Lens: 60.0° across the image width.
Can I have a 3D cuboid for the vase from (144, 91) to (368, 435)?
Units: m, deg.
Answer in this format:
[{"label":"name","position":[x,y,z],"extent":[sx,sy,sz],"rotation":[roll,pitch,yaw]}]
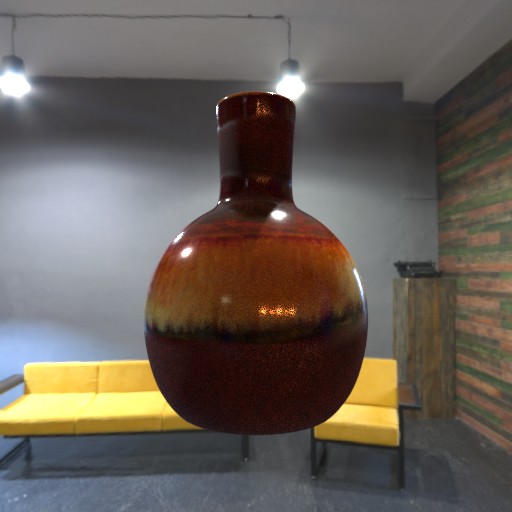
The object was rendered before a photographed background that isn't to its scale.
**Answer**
[{"label":"vase","position":[0.000,0.000,0.226],"extent":[0.111,0.154,0.111],"rotation":[0,-2,0]}]
